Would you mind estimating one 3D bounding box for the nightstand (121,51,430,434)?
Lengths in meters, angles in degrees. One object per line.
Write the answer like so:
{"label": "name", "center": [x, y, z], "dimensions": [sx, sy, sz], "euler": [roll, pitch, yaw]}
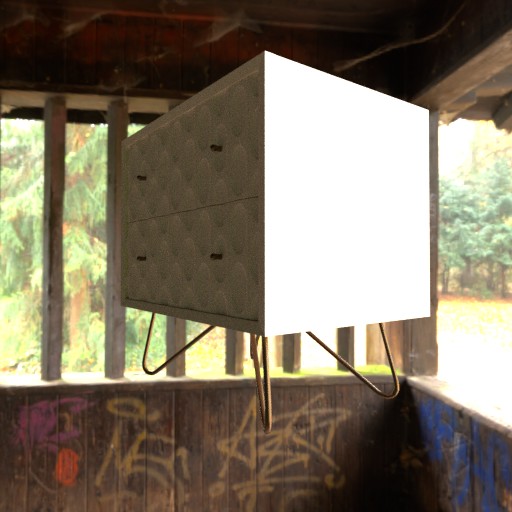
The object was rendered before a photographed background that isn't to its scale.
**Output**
{"label": "nightstand", "center": [0.000, 0.000, 1.034], "dimensions": [0.447, 0.604, 0.614], "euler": [1, -1, -37]}
